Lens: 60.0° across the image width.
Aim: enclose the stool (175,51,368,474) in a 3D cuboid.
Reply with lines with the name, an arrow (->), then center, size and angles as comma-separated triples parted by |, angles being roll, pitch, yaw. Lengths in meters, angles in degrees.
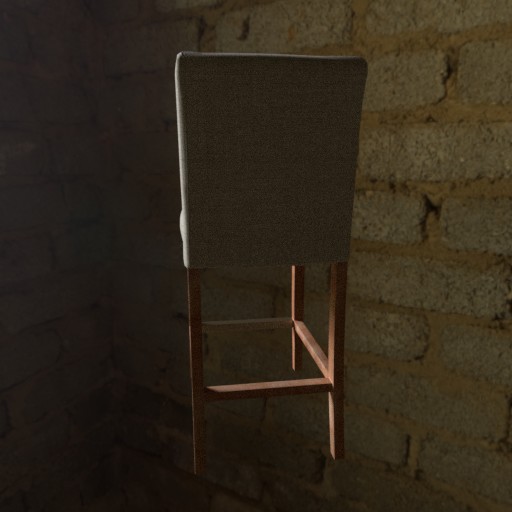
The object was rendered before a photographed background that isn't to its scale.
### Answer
stool -> 0.000, 0.000, 1.342 | 0.454, 1.039, 0.567 | -2, 13, -8
